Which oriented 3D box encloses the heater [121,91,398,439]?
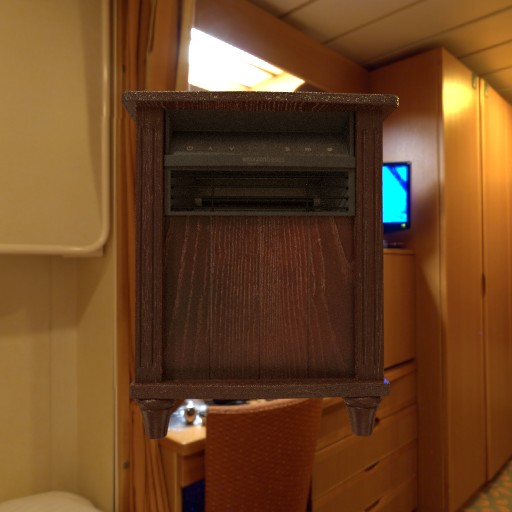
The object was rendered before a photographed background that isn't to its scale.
[{"bbox_3d":[0.000,0.000,0.757,0.362,0.481,0.400,0,-1,-2],"label":"heater"}]
